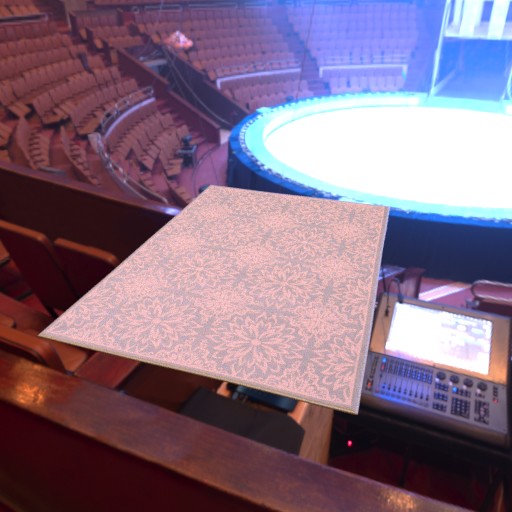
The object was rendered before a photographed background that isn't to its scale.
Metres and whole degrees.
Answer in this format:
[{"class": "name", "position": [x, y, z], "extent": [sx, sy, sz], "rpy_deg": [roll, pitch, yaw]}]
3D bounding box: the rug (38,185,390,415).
[{"class": "rug", "position": [0.000, 0.000, 2.921], "extent": [1.589, 0.014, 2.205], "rpy_deg": [9, 31, 16]}]
